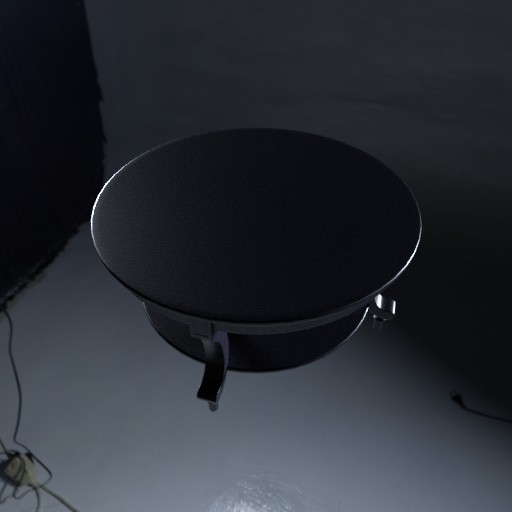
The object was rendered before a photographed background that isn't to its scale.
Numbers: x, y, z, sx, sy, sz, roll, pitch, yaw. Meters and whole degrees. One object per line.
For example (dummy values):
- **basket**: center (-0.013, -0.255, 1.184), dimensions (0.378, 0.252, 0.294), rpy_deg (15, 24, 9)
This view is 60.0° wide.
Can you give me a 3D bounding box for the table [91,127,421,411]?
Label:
- **table**: center (0.000, 0.000, 1.585), dimensions (1.029, 0.491, 1.029), rpy_deg (0, 42, 0)
